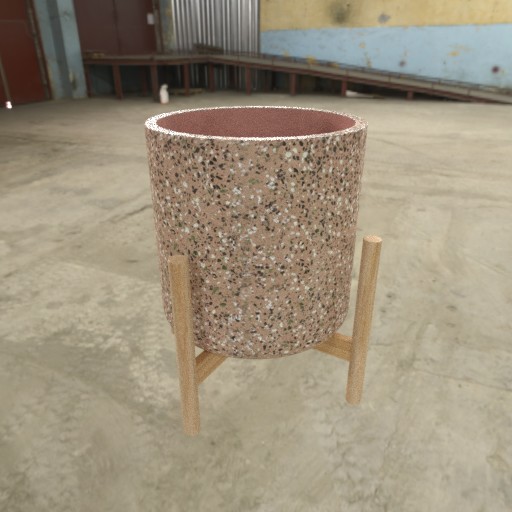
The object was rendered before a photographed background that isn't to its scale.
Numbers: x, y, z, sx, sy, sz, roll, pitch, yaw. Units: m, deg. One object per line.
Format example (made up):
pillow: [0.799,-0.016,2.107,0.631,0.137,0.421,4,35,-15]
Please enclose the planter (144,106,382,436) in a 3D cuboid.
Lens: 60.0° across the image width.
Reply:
planter: [0.000,0.000,0.704,0.360,0.419,0.360,-17,30,-32]
